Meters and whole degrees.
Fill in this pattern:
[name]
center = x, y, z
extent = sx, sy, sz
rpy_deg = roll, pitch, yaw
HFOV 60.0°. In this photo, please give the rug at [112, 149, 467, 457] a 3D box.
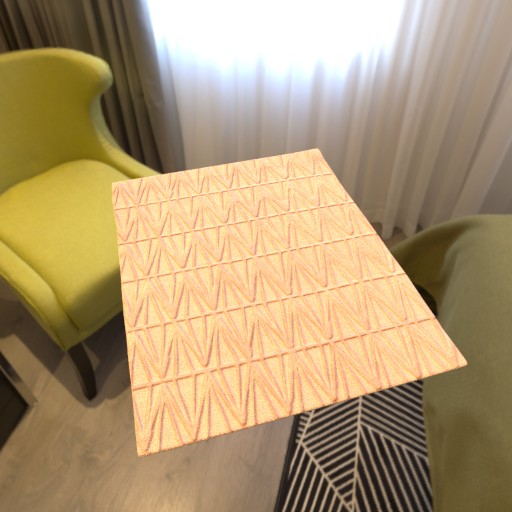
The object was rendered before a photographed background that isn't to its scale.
[rug]
center = 0.000, 0.000, 4.097
extent = 2.453, 0.043, 3.052
rpy_deg = -12, 47, -11
